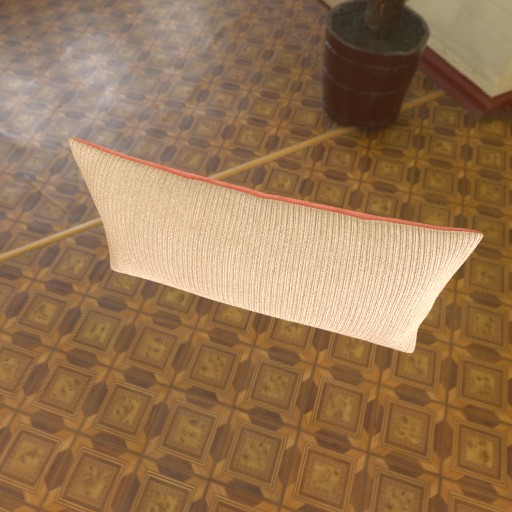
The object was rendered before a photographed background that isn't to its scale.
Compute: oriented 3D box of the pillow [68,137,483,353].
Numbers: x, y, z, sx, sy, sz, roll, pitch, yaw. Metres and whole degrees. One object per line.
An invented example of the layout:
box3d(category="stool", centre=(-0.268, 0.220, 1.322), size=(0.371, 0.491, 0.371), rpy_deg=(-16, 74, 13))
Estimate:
box3d(category="pillow", centre=(0.000, 0.000, 0.736), size=(0.608, 0.307, 0.155), rpy_deg=(15, 58, 9))
